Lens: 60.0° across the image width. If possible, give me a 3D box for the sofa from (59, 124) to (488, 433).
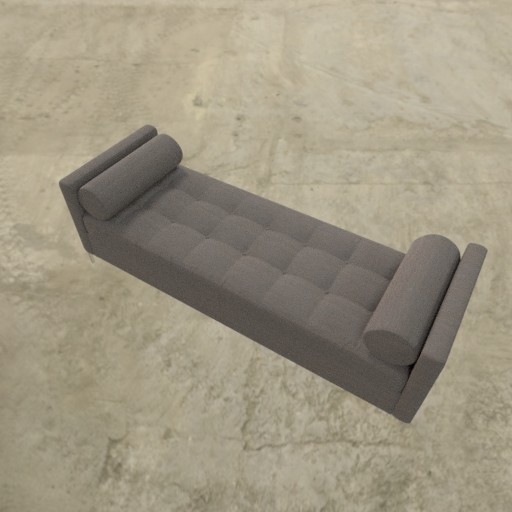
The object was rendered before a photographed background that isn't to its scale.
[{"bbox_3d":[0.000,0.000,2.316,1.981,0.635,0.686,24,51,22],"label":"sofa"}]
